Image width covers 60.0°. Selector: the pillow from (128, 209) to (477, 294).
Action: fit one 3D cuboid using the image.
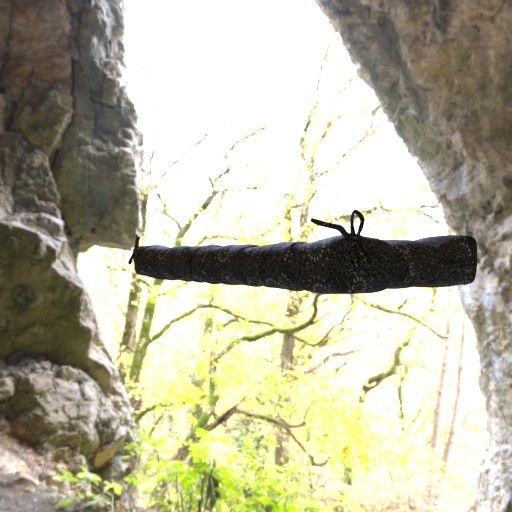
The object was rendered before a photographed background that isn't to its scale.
[{"bbox_3d":[0.000,0.000,1.366,0.511,0.174,1.194,0,0,-36],"label":"pillow"}]
